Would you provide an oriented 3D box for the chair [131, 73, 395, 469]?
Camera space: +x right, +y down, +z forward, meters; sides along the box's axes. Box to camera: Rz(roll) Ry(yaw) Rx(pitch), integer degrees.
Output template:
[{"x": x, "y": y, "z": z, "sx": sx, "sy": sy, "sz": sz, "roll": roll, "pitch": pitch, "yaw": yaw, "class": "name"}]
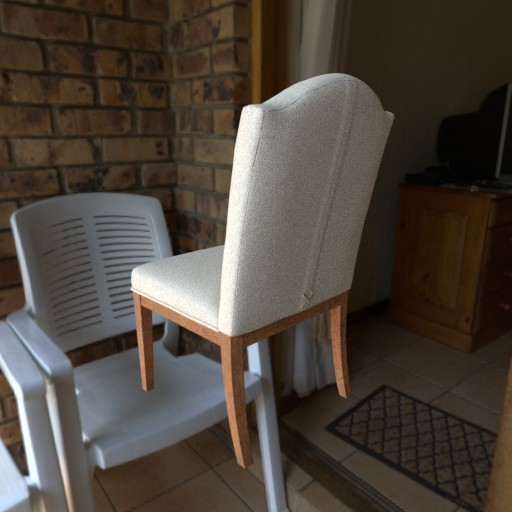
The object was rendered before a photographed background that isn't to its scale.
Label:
[{"x": 0.000, "y": 0.000, "z": 1.381, "sx": 0.534, "sy": 1.012, "sz": 0.648, "roll": -15, "pitch": 22, "yaw": -42, "class": "chair"}]
